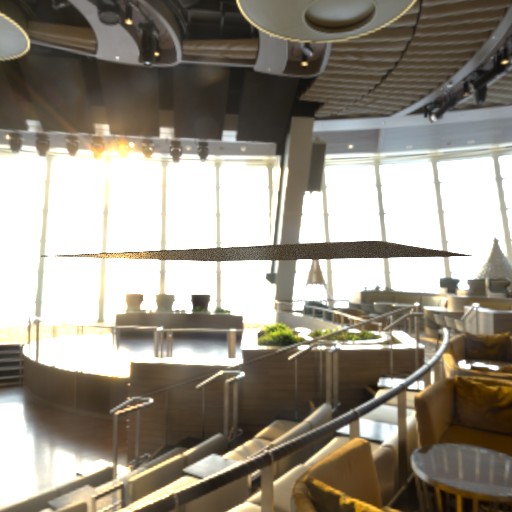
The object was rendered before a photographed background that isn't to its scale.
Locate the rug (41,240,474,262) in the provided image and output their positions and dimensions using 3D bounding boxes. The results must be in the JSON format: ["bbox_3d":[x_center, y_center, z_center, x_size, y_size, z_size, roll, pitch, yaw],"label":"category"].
[{"bbox_3d":[0.000,0.000,4.235,3.353,0.013,2.438,-2,-3,37],"label":"rug"}]
